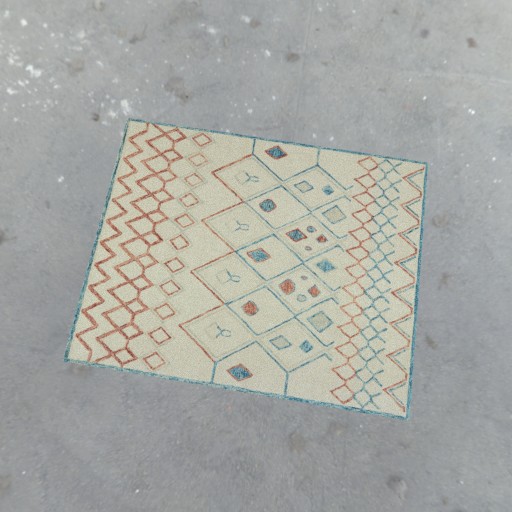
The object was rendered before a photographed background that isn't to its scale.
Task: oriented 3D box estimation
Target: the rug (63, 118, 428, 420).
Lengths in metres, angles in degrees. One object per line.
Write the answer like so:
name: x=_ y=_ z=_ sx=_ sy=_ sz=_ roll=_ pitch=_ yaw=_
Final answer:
rug: x=0.000 y=0.000 z=4.142 sx=3.050 sy=0.016 sz=2.441 roll=9 pitch=76 yaw=2
